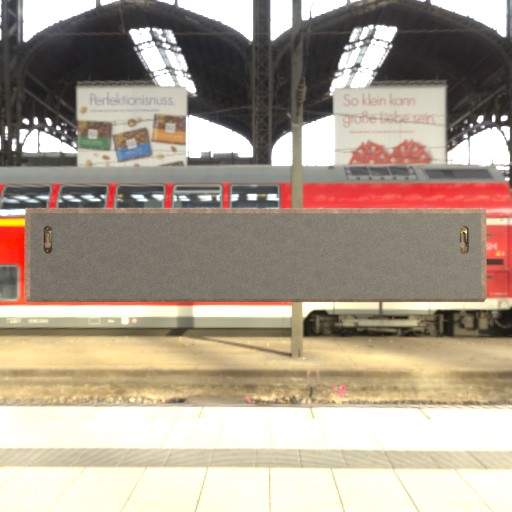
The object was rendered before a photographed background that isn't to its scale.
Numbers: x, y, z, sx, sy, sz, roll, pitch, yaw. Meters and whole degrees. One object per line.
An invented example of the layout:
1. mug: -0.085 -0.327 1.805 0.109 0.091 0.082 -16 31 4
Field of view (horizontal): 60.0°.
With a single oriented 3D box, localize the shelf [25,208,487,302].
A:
1. shelf: 0.000 0.000 0.685 0.610 0.125 0.200 0 0 0
